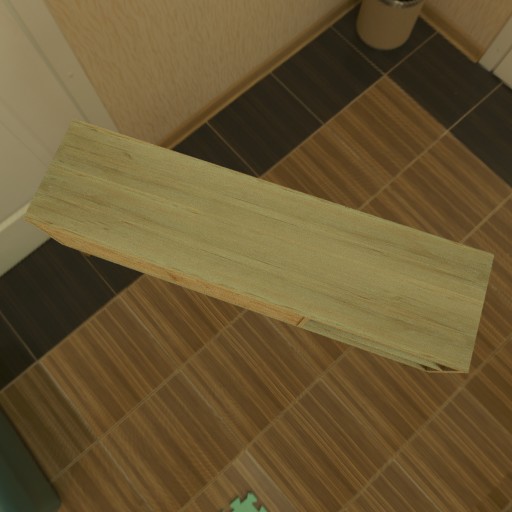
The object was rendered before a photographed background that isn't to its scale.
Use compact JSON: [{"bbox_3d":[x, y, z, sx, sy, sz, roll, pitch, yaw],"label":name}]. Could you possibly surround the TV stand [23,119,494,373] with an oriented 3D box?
[{"bbox_3d":[0.000,0.000,1.816,1.600,0.550,0.420,19,76,5],"label":"TV stand"}]
